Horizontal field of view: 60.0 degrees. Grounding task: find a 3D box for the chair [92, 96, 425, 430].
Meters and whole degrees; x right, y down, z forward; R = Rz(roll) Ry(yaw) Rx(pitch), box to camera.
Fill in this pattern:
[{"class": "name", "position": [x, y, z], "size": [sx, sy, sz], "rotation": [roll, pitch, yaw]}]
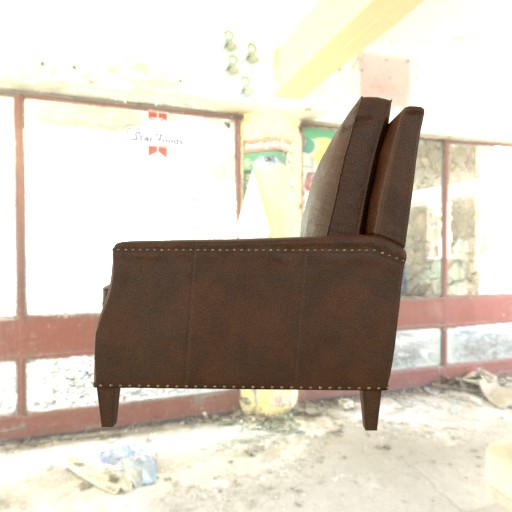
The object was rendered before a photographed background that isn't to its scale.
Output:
[{"class": "chair", "position": [0.000, 0.000, 1.753], "size": [1.035, 1.054, 0.854], "rotation": [0, 1, 2]}]
